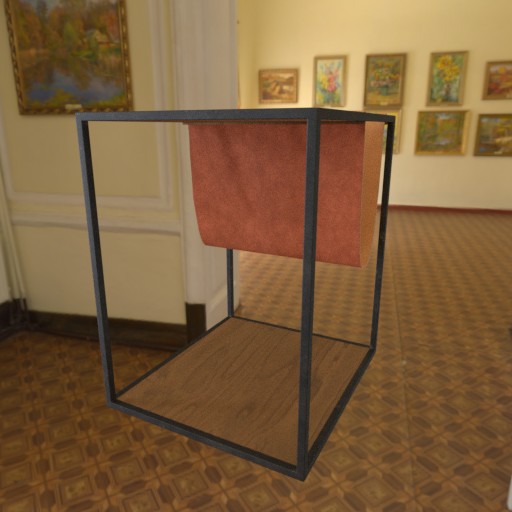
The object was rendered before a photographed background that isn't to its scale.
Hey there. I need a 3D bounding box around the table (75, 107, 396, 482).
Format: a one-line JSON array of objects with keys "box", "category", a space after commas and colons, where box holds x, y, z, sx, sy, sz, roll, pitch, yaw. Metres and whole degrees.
[{"box": [0.000, 0.000, 0.864, 0.399, 0.536, 0.450, 8, 18, 27], "category": "table"}]
